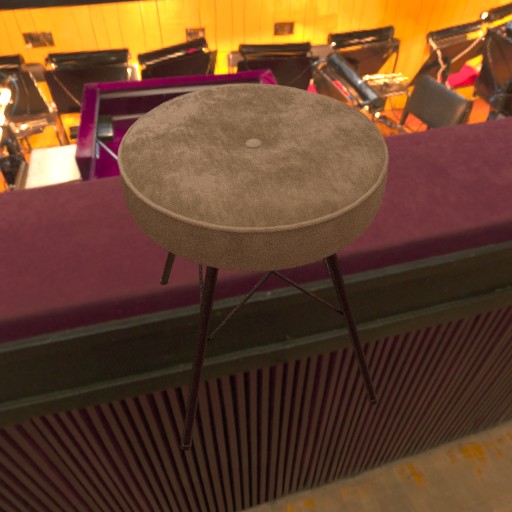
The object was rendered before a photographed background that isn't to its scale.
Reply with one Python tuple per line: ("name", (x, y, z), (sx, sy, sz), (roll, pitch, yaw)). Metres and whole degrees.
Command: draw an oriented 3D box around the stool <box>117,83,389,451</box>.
("stool", (0.000, 0.000, 0.862), (0.423, 0.538, 0.457), (-10, 46, -10))
